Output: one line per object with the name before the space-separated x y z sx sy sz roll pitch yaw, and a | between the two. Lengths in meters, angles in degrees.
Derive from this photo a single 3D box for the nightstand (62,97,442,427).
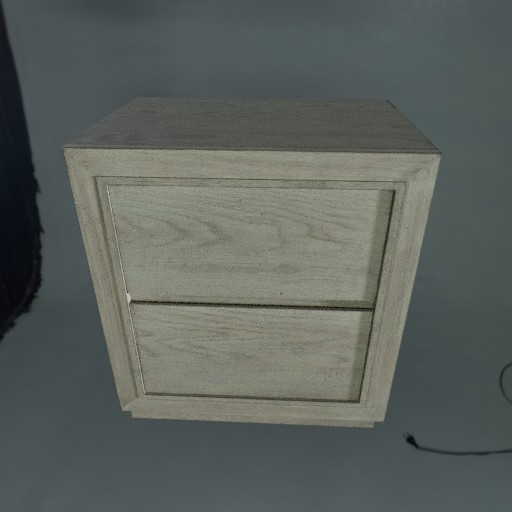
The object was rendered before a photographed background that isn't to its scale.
nightstand | 0.000 0.000 1.085 0.612 0.673 0.483 1 30 3
